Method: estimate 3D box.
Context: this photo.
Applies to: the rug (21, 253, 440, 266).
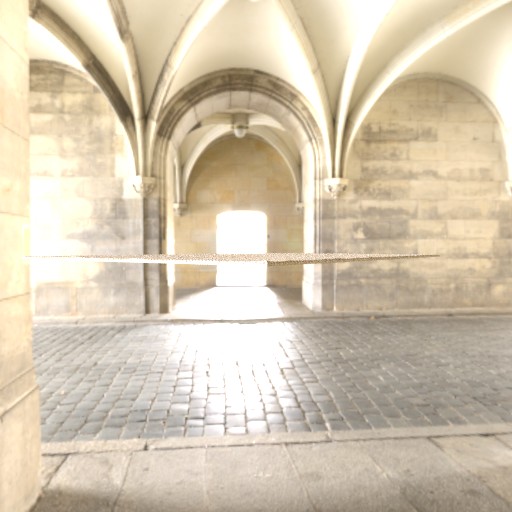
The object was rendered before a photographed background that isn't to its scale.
[{"bbox_3d":[0.000,0.000,4.047,2.429,0.030,3.052,1,1,37],"label":"rug"}]
